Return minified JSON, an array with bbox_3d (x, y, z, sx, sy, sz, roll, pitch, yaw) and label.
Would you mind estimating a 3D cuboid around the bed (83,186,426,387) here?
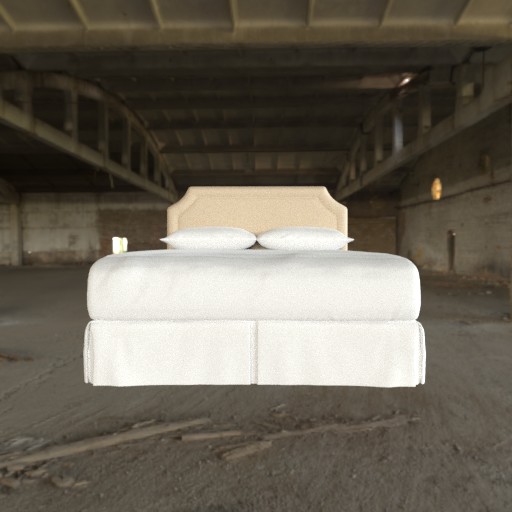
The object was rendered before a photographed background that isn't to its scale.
[{"bbox_3d":[0.000,0.000,3.898,2.134,1.524,2.548,0,2,1],"label":"bed"}]
